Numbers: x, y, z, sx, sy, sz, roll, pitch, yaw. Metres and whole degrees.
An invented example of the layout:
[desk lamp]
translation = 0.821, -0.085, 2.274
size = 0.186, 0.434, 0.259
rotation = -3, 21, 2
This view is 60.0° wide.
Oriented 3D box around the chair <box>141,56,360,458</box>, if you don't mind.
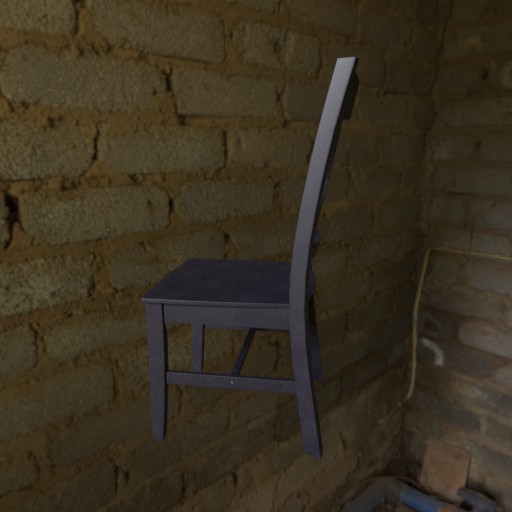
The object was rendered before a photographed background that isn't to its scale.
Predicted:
[chair]
translation = 0.000, 0.000, 1.302
size = 0.542, 0.983, 0.485
rotation = 2, 13, 8
